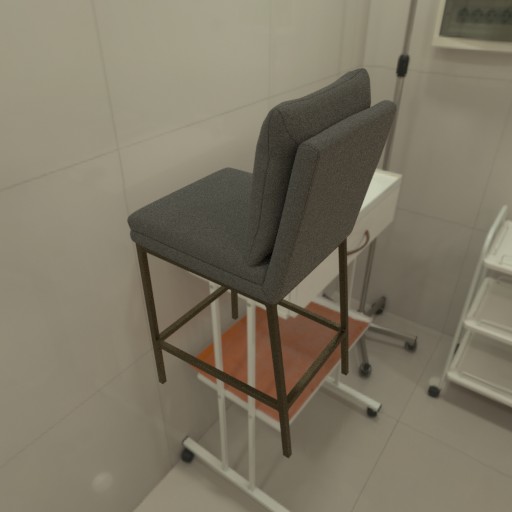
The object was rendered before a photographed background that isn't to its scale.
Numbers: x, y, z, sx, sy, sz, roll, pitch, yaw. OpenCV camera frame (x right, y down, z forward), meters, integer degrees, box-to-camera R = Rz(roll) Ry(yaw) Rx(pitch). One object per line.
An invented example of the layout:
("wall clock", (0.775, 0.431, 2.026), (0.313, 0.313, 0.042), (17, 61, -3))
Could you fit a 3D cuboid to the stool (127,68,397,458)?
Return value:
("stool", (0.000, 0.000, 1.328), (0.569, 1.030, 0.463), (21, 38, 29))
